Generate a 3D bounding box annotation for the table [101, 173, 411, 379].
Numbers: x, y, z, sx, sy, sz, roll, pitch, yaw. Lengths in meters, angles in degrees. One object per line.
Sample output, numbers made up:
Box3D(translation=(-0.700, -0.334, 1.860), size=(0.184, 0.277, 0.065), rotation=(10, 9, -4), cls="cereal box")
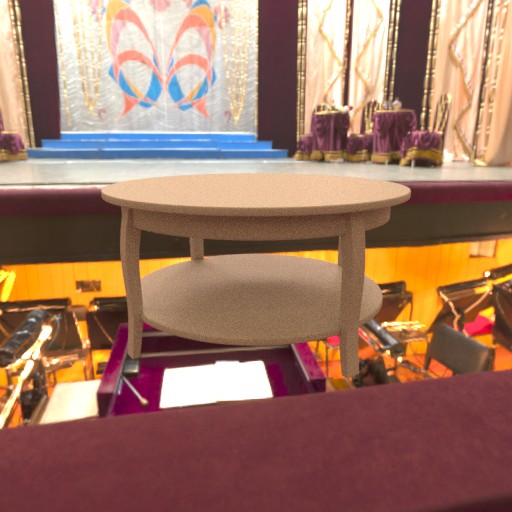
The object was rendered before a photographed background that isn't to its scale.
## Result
Box3D(translation=(0.000, 0.000, 1.433), size=(0.910, 0.457, 0.910), rotation=(0, 15, 0), cls="table")
